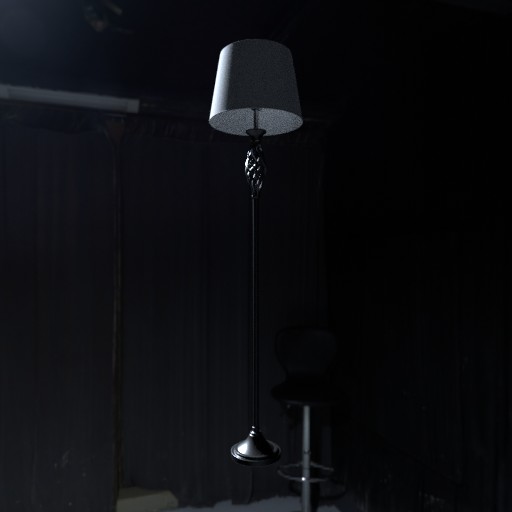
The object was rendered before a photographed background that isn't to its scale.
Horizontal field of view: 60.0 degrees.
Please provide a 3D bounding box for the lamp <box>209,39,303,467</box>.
[{"bbox_3d":[0.000,0.000,1.803,0.379,1.623,0.379,0,0,0],"label":"lamp"}]
